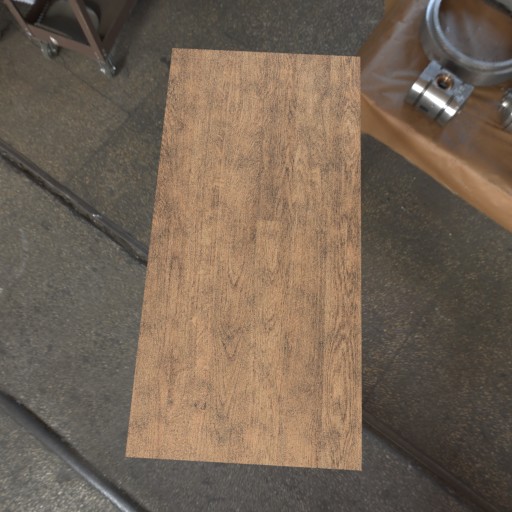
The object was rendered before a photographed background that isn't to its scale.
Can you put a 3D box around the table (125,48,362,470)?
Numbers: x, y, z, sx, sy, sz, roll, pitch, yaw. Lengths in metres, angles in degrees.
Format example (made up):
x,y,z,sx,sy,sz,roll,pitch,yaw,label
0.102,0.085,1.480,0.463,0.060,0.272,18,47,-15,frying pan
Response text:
x,y,z,sx,sy,sz,roll,pitch,yaw,label
0.000,0.000,2.259,0.893,0.767,1.805,3,76,1,table
